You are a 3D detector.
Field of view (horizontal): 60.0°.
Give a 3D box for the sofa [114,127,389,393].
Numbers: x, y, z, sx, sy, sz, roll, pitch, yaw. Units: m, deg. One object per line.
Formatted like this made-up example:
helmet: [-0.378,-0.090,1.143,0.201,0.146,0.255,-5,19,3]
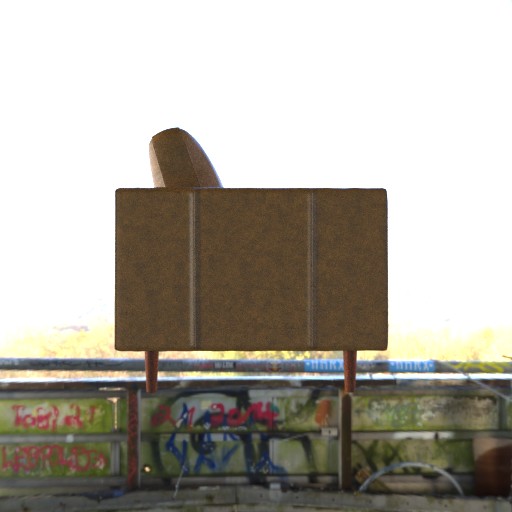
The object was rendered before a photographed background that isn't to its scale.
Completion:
sofa: [0.000,0.000,2.188,0.909,0.951,1.578,0,0,0]
